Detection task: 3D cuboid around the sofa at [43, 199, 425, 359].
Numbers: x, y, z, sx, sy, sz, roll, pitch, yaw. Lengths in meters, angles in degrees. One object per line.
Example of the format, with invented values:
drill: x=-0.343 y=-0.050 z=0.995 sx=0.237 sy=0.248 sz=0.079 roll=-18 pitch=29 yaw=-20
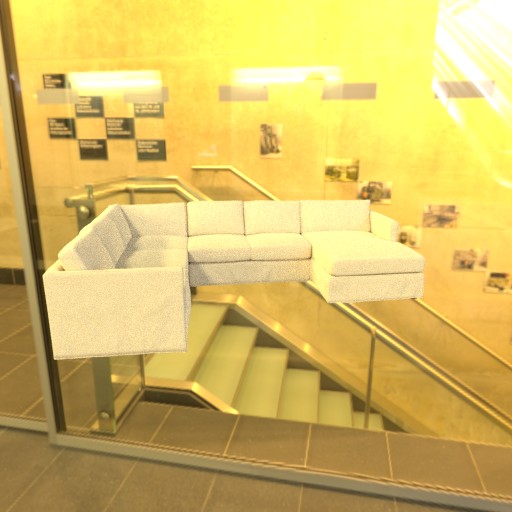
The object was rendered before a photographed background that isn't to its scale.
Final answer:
sofa: x=0.000 y=0.000 z=4.638 sx=3.460 sy=0.882 sz=2.427 roll=-2 pitch=16 yaw=-8
